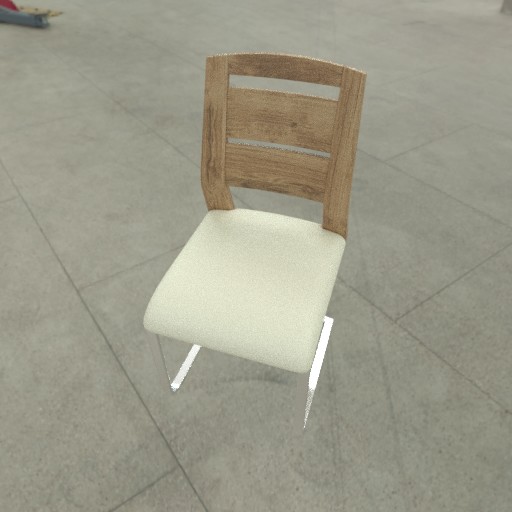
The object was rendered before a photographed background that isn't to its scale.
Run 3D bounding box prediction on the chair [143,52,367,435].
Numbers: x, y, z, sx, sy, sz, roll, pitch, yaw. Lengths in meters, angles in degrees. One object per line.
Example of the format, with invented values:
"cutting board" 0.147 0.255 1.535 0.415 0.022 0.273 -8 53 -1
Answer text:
"chair" 0.000 0.000 1.257 0.457 0.955 0.561 12 42 14
